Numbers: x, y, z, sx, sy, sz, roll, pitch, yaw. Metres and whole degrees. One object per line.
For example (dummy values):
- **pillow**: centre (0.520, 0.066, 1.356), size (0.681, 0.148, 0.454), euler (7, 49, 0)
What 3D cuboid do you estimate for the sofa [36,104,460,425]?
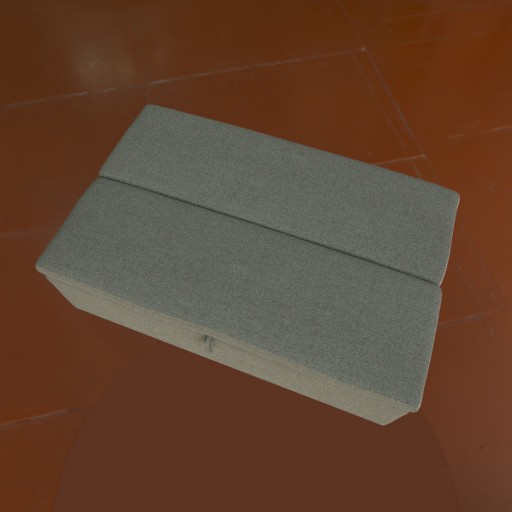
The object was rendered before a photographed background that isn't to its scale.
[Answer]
- **sofa**: centre (0.000, 0.000, 1.635), size (1.250, 0.434, 0.817), euler (18, 63, 10)
